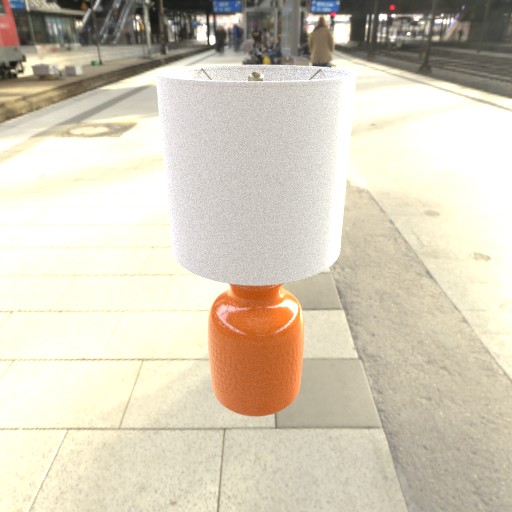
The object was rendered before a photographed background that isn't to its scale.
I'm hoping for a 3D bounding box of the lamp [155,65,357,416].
[{"bbox_3d":[0.000,0.000,1.132,0.418,0.871,0.418,-1,27,-2],"label":"lamp"}]
